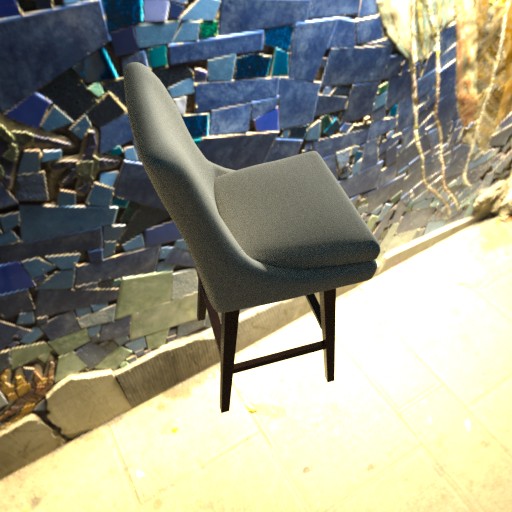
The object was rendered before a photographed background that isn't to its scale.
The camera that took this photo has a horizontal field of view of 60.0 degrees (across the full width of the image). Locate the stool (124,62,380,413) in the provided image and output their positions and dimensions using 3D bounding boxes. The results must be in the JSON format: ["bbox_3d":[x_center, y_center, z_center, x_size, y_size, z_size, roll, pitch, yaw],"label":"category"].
[{"bbox_3d":[0.000,0.000,1.369,0.559,1.093,0.483,-12,49,-11],"label":"stool"}]
